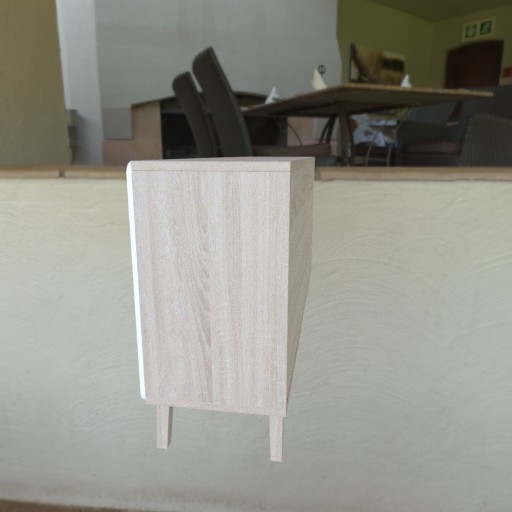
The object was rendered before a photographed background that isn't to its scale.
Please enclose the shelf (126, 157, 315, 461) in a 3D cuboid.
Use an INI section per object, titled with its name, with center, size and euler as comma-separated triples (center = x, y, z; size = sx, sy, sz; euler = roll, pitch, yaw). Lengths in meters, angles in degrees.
[shelf]
center = 0.000, 0.000, 1.809
size = 0.400, 0.780, 1.490
euler = 2, 13, 9
